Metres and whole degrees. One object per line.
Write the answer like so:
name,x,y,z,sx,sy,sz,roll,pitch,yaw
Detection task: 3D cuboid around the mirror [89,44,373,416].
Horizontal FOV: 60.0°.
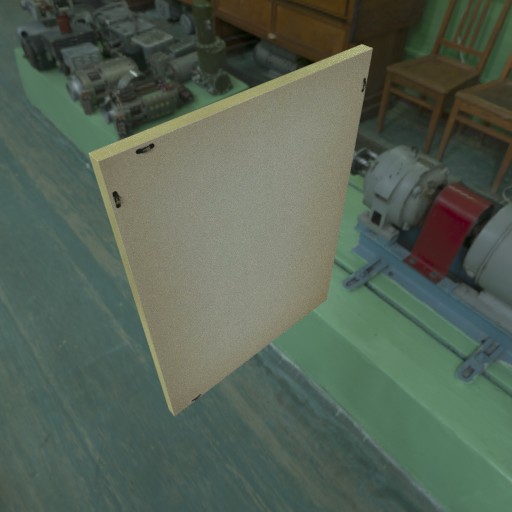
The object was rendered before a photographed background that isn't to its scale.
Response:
mirror,0.000,0.000,1.320,0.762,1.016,0.040,-32,54,-27
